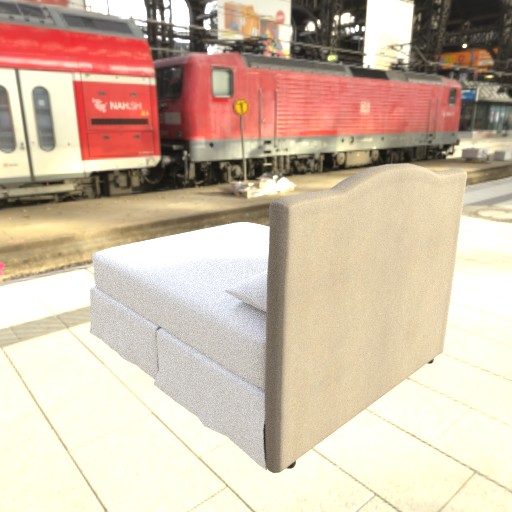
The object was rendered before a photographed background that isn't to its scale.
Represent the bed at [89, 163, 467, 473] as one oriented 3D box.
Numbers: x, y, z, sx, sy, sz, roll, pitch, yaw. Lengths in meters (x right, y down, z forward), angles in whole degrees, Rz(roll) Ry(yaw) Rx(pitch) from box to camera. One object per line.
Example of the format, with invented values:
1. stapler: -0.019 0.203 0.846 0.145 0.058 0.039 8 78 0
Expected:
1. bed: 0.000 0.000 3.183 1.744 1.441 2.128 -15 23 -40
